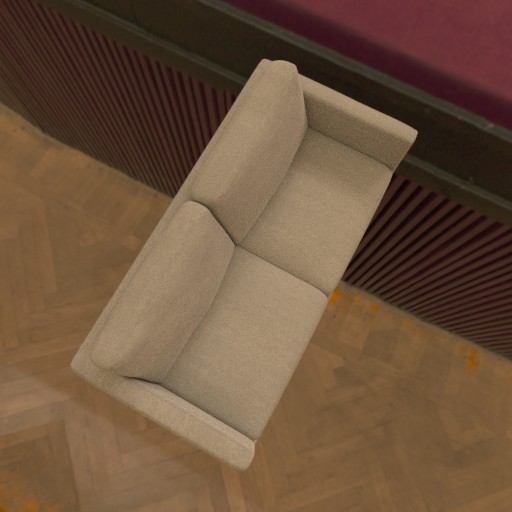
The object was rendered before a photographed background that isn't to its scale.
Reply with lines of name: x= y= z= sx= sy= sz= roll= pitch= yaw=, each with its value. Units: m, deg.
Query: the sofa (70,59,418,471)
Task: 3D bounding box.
sofa: x=0.000 y=0.000 z=2.404 sx=0.950 sy=0.963 sz=1.884 roll=28 pitch=78 yaw=7
